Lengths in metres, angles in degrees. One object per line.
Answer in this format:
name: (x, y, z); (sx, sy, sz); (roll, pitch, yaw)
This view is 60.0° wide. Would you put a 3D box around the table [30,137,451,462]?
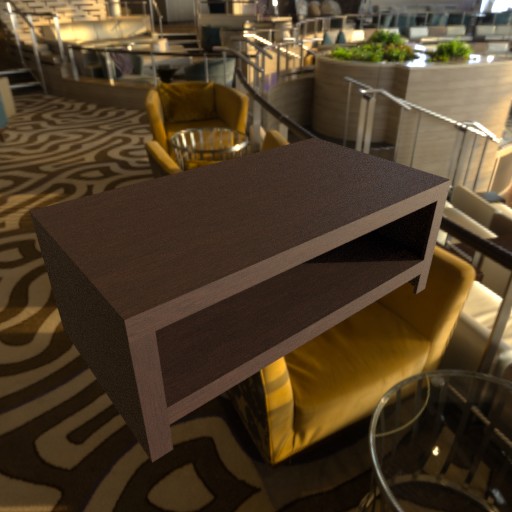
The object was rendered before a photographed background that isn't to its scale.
table: (0.000, 0.000, 1.409); (1.099, 0.424, 0.597); (-23, 38, -33)
